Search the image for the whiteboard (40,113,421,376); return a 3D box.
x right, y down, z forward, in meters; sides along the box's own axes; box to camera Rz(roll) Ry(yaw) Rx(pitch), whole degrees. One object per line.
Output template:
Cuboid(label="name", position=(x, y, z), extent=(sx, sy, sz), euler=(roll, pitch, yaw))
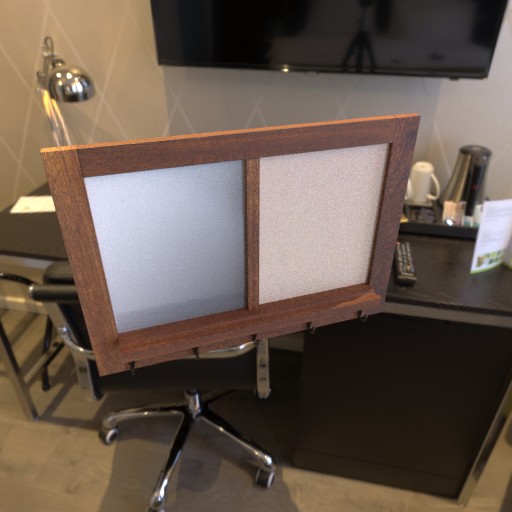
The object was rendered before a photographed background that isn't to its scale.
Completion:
Cuboid(label="whiteboard", position=(0.000, 0.000, 1.012), extent=(0.783, 0.559, 0.083), euler=(-10, 34, -15))
